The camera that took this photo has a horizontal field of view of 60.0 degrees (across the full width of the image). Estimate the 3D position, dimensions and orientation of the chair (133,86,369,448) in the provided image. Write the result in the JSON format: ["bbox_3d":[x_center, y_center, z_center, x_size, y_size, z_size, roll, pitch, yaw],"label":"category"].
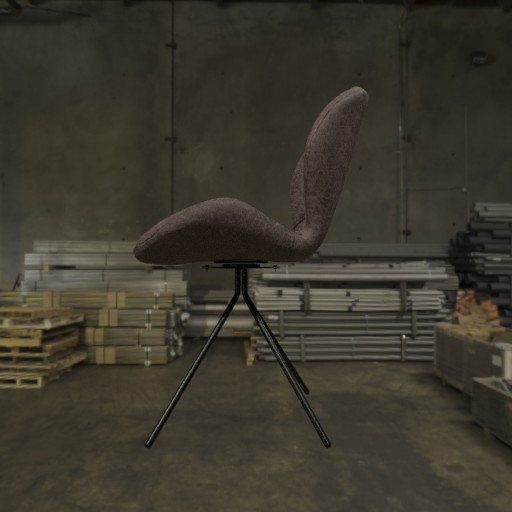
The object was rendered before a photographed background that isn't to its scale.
[{"bbox_3d":[0.000,0.000,1.291,0.640,0.934,0.527,0,-1,0],"label":"chair"}]
